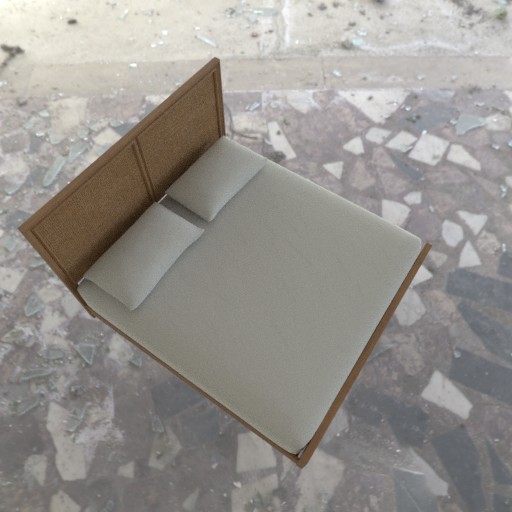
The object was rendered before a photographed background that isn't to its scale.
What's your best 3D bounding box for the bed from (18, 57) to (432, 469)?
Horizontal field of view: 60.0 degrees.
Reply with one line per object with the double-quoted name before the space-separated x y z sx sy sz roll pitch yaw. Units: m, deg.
"bed" 0.000 0.000 3.428 2.184 1.387 2.003 31 64 17
